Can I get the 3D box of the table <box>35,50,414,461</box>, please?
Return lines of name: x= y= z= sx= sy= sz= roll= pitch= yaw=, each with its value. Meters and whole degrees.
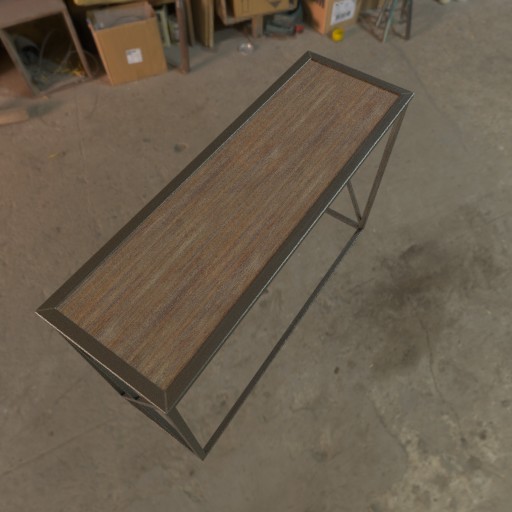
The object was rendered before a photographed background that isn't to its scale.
table: x=0.000 y=0.000 z=1.544 sx=0.402 sy=0.753 sz=1.216 roll=31 pitch=63 yaw=18
